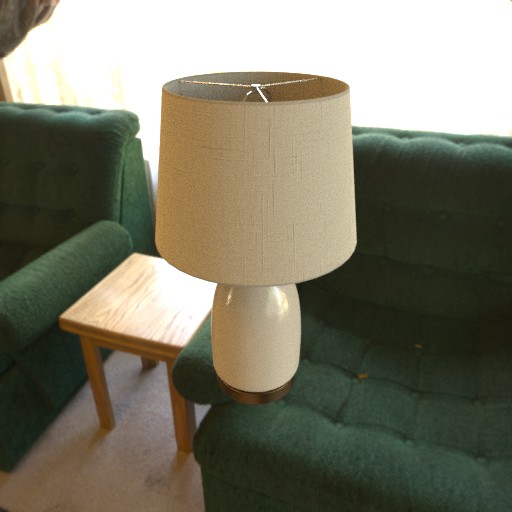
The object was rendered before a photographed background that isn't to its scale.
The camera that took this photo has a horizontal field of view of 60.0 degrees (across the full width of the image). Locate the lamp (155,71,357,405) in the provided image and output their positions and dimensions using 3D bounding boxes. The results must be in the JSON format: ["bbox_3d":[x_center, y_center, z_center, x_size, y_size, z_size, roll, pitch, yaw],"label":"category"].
[{"bbox_3d":[0.000,0.000,0.660,0.285,0.483,0.285,0,30,0],"label":"lamp"}]
